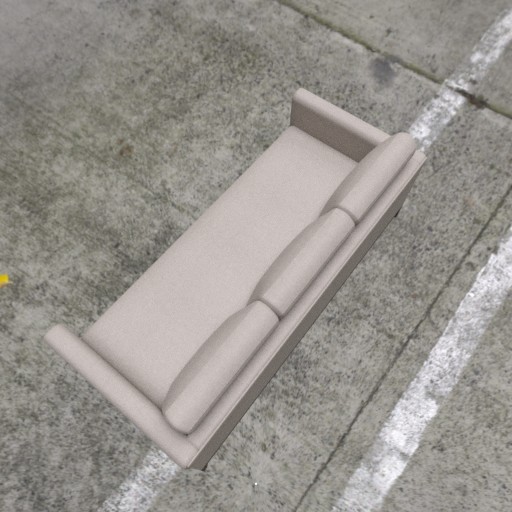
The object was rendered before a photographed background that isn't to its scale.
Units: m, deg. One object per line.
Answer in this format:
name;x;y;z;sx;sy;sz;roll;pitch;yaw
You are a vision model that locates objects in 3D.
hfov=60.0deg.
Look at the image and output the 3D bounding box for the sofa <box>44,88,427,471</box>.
sofa;0.000;0.000;2.642;0.959;0.838;2.210;35;68;16
